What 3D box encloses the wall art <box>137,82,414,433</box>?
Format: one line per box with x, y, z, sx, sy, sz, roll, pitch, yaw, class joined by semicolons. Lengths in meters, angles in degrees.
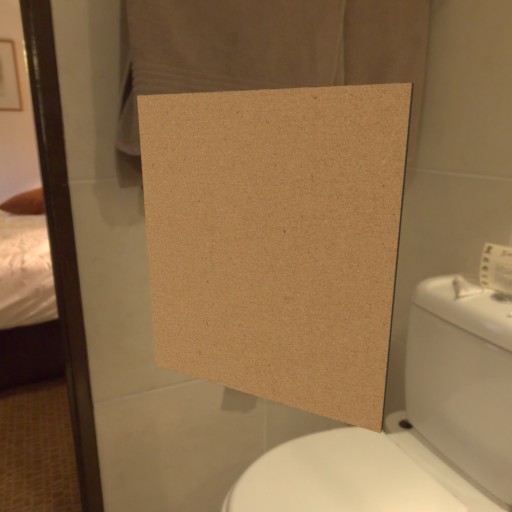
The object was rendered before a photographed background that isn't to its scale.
0.000;0.000;1.229;0.755;0.863;0.028;8;18;27;wall art
